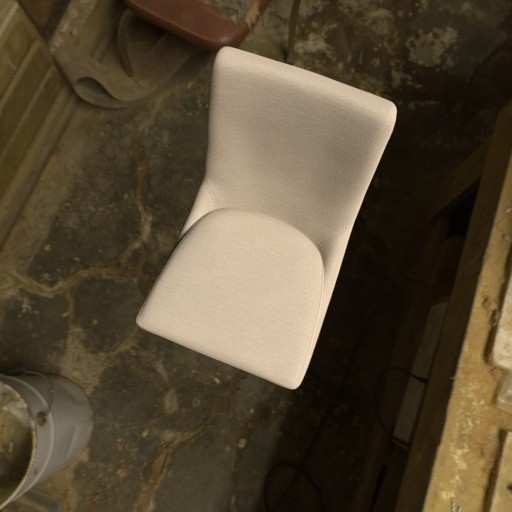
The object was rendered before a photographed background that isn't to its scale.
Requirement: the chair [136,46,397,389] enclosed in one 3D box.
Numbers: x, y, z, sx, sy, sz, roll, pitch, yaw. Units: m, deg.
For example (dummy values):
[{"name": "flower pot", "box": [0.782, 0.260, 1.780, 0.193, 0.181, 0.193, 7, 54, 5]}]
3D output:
[{"name": "chair", "box": [0.000, 0.000, 1.315, 0.515, 0.940, 0.638, 21, 76, 6]}]
